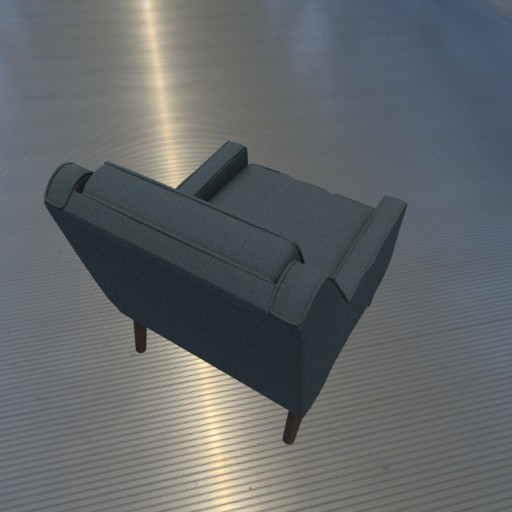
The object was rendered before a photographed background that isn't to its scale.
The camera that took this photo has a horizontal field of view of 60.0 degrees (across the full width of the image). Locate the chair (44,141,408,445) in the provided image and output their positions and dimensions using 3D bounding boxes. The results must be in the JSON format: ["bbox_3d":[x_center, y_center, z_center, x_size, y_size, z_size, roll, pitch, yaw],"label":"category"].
[{"bbox_3d":[0.000,0.000,1.299,0.663,0.780,0.733,24,51,21],"label":"chair"}]
